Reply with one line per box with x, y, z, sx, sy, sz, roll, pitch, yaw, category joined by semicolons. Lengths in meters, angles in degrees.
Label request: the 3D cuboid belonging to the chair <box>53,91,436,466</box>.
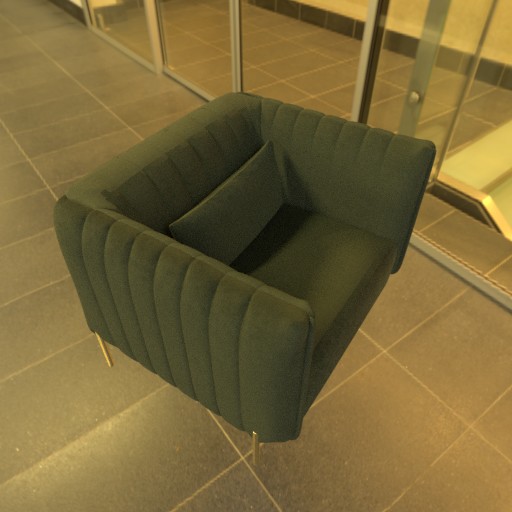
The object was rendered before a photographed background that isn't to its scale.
0.000;0.000;1.633;0.877;0.794;1.032;24;49;24;chair
